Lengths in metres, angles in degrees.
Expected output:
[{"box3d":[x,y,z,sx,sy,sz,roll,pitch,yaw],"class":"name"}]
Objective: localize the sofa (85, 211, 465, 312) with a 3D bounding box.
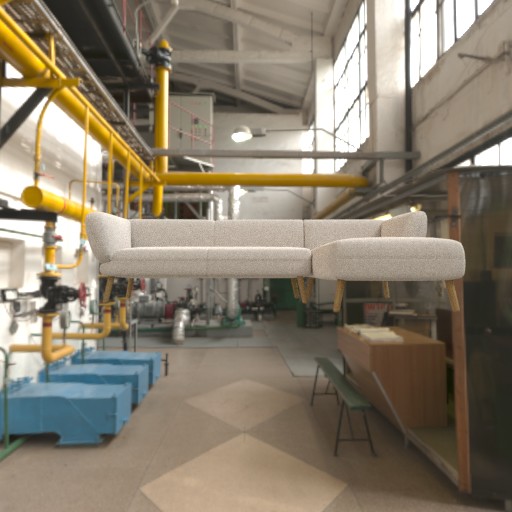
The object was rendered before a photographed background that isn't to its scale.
[{"box3d":[0.000,0.000,3.395,2.660,0.730,1.610,0,-2,0],"class":"sofa"}]
